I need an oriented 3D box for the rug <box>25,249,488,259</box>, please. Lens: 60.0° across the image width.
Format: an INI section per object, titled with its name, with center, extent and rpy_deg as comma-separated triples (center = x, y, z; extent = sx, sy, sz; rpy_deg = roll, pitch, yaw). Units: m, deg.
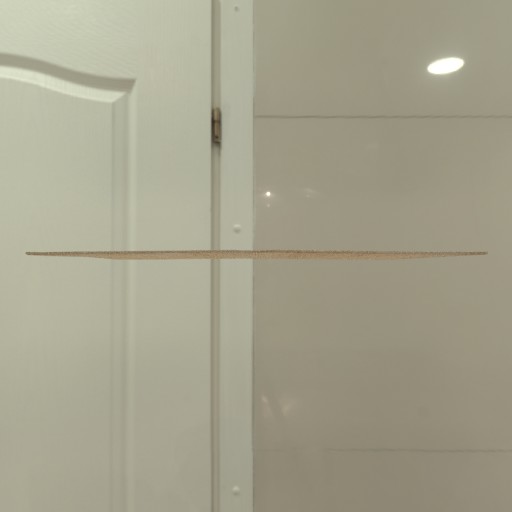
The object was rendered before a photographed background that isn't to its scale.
[rug]
center = 0.000, 0.000, 3.009
extent = 2.346, 0.029, 1.574
rpy_deg = 0, -1, 0
